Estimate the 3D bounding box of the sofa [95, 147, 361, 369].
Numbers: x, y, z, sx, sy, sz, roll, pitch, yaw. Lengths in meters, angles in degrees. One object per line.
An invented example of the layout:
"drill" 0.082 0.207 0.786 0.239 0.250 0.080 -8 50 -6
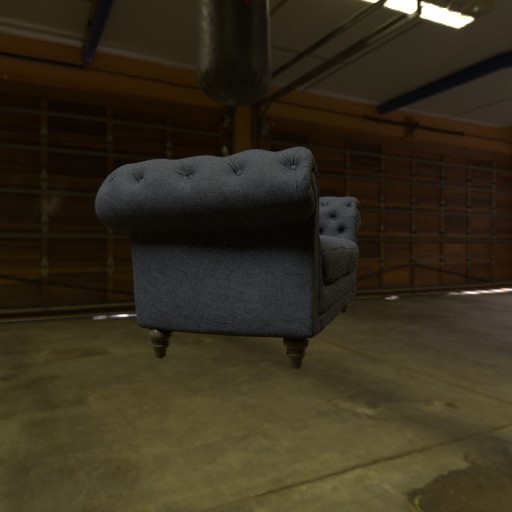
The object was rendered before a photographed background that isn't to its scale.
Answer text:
"sofa" 0.000 0.000 2.552 1.082 0.833 1.988 0 1 18
